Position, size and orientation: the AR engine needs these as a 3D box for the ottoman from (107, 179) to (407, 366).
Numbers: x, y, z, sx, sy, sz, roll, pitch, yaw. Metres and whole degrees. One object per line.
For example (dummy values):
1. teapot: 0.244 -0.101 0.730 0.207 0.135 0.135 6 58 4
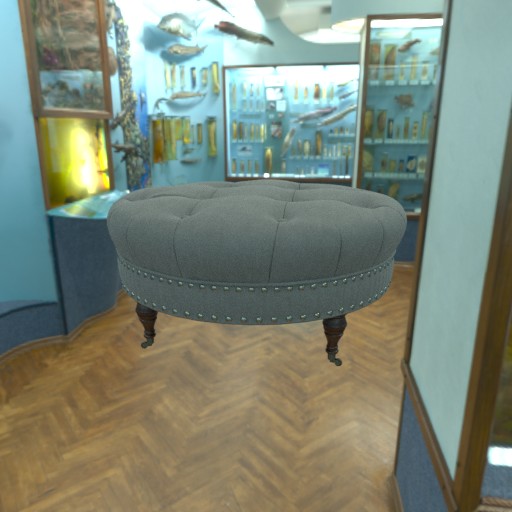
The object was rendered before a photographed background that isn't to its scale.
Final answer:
1. ottoman: 0.000 0.000 1.432 0.901 0.439 0.901 0 16 0
